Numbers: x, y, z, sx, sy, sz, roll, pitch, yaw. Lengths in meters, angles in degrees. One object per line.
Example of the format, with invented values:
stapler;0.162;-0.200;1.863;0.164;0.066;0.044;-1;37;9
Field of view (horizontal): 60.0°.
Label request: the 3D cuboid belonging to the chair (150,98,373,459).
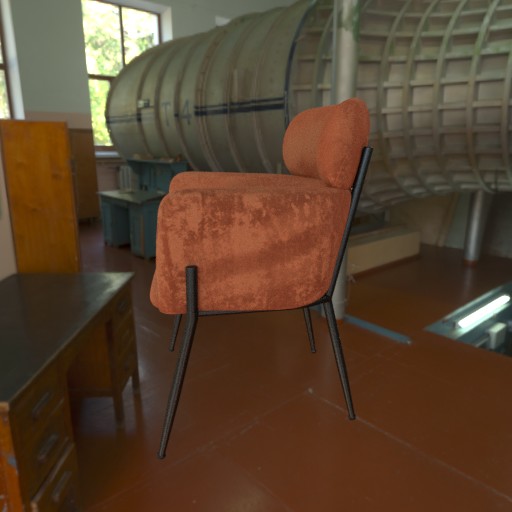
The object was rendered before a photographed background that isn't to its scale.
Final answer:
chair;0.000;0.000;1.167;0.523;0.772;0.561;-2;15;-8
